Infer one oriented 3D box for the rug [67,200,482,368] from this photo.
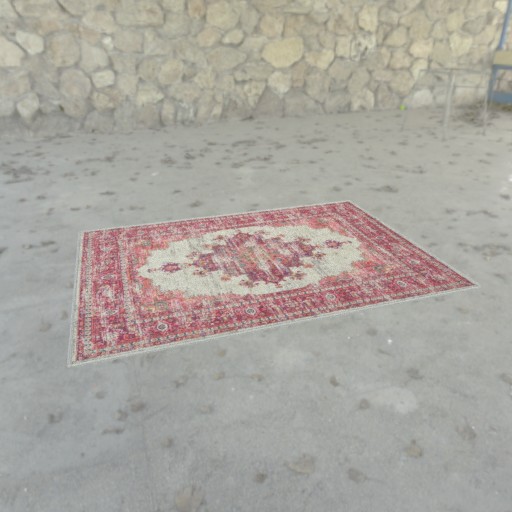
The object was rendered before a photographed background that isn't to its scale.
[{"bbox_3d":[0.000,0.000,2.268,1.747,0.011,1.217,-8,28,-16],"label":"rug"}]
